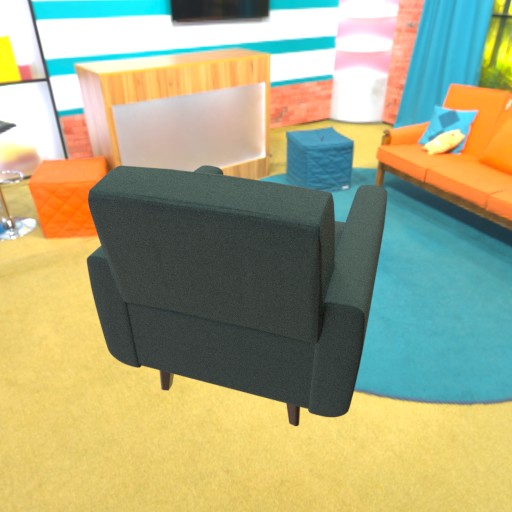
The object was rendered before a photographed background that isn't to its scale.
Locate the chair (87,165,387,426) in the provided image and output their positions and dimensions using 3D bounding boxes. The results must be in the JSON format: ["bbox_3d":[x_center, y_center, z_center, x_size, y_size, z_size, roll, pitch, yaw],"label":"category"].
[{"bbox_3d":[0.000,0.000,1.571,0.831,0.841,0.909,10,33,15],"label":"chair"}]
